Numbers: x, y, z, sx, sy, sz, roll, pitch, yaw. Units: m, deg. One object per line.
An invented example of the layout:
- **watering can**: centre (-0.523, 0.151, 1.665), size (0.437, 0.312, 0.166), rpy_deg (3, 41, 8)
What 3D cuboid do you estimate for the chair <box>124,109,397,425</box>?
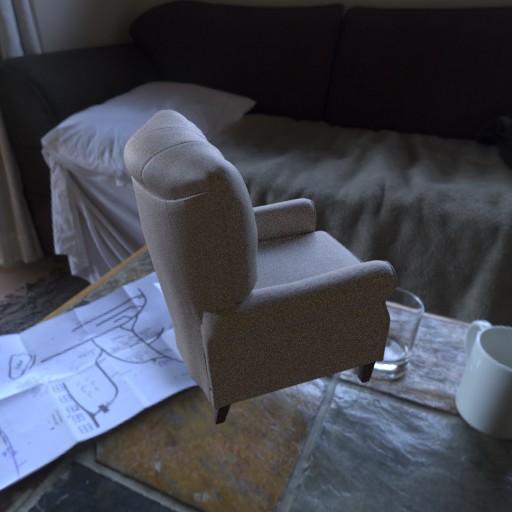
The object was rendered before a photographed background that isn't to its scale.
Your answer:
- **chair**: centre (0.000, 0.000, 2.017), size (1.025, 1.209, 0.942), rpy_deg (-10, 32, -18)
